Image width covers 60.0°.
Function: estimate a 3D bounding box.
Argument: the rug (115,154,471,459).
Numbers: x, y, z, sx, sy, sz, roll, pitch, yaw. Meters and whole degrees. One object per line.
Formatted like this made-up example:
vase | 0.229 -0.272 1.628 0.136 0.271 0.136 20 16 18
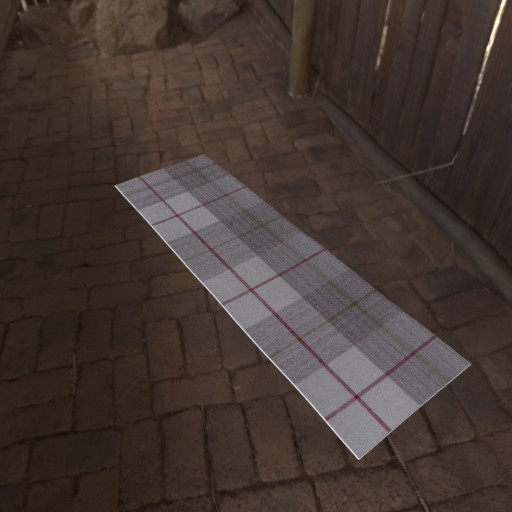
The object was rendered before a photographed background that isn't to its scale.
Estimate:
rug | 0.000 0.000 2.671 0.762 0.013 2.439 -26 49 -26
